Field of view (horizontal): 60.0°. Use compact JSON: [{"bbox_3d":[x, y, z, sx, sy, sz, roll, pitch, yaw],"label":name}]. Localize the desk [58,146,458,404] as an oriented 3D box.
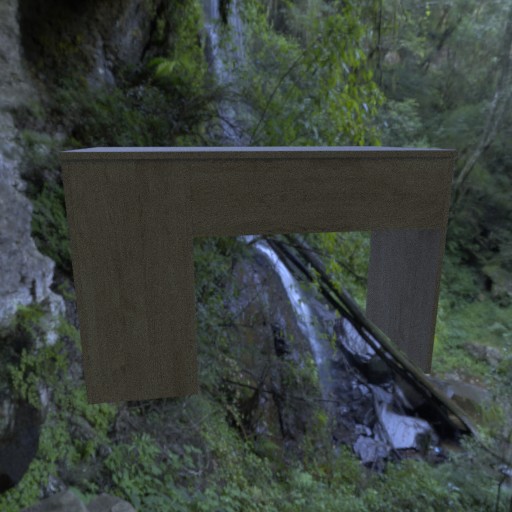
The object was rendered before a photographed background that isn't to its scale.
[{"bbox_3d":[0.000,0.000,1.559,1.097,0.735,0.560,-2,15,-9],"label":"desk"}]
